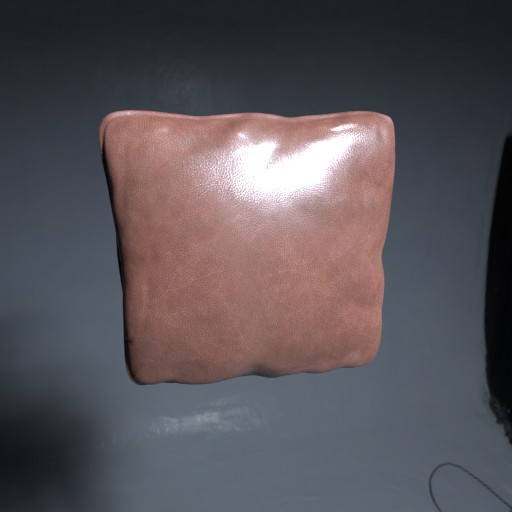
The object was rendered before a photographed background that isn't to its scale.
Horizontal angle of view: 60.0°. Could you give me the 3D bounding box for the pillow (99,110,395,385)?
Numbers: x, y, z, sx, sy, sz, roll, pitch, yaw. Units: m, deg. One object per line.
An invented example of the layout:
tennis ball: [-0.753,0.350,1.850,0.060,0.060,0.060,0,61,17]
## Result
pillow: [0.000,0.000,0.839,0.532,0.523,0.236,-2,17,-8]
